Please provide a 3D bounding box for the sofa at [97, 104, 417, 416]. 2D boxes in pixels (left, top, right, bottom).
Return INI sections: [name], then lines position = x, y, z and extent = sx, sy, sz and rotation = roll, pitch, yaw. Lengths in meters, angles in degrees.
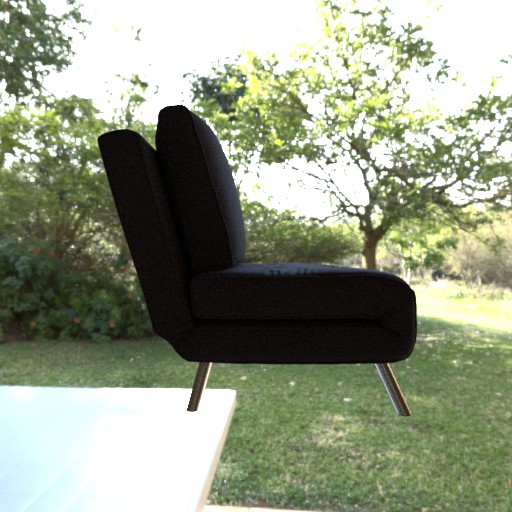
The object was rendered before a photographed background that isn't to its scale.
[sofa]
position = 0.000, 0.000, 1.832
extent = 0.910, 0.910, 1.220
rotation = 0, 0, -1
